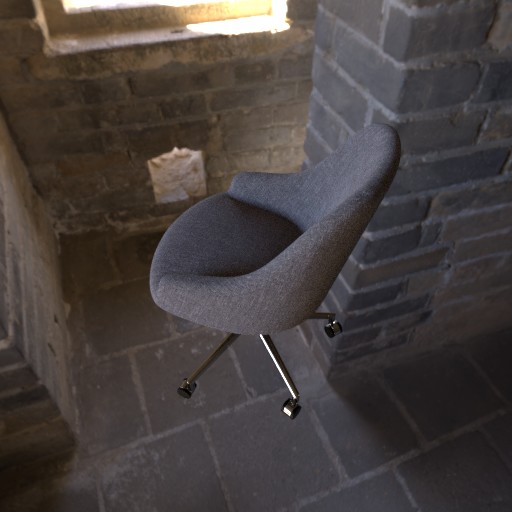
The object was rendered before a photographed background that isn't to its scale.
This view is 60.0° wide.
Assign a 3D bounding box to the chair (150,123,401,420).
[{"bbox_3d":[0.000,0.000,1.438,0.712,0.950,0.671,16,49,15],"label":"chair"}]
